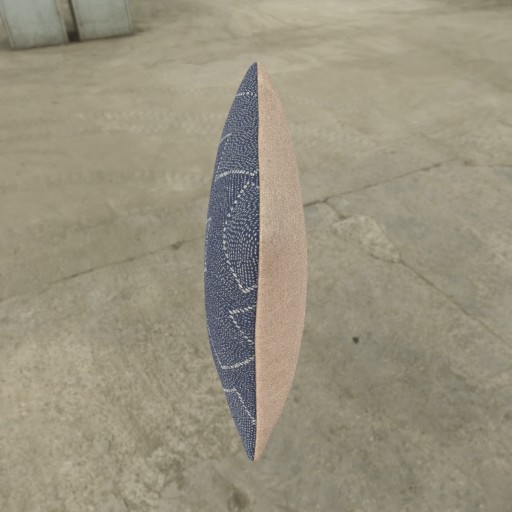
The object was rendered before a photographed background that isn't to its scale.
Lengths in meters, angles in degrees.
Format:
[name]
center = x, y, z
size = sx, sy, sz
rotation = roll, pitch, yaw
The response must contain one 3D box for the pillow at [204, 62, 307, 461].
[pillow]
center = 0.000, 0.000, 0.672
size = 0.148, 0.428, 0.435
rotation = 0, 42, 0
